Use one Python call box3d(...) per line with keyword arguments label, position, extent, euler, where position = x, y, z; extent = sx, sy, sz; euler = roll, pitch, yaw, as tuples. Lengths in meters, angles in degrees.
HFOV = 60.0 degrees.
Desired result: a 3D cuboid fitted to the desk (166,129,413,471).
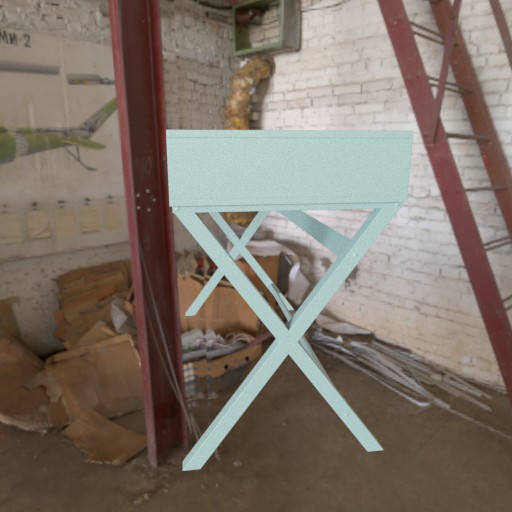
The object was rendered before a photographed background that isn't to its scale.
box3d(label="desk", position=(0.000, 0.000, 1.486), extent=(0.509, 0.780, 1.059), euler=(-2, 14, -8))
